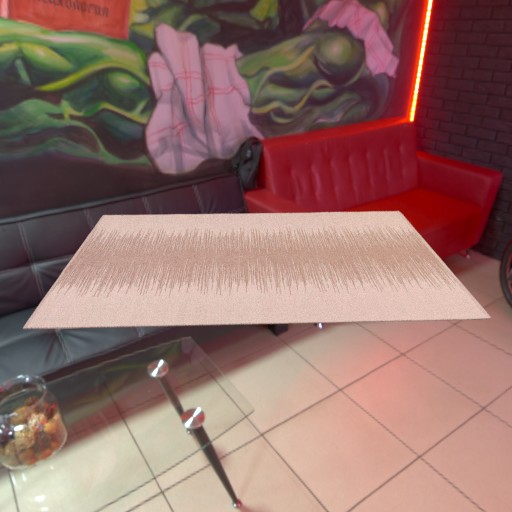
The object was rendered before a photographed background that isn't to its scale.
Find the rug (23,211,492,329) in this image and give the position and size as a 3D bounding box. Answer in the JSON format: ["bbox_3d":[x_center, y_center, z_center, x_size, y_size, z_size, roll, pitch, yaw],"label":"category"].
[{"bbox_3d":[0.000,0.000,2.969,2.440,0.012,1.522,-1,28,-2],"label":"rug"}]
